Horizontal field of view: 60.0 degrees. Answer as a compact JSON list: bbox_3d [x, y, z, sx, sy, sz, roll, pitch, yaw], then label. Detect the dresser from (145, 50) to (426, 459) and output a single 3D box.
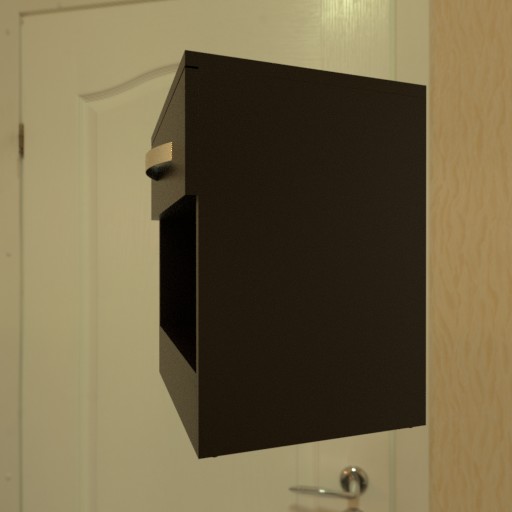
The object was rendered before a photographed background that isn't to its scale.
[{"bbox_3d":[0.000,0.000,0.743,0.360,0.470,0.400,0,0,-19],"label":"dresser"}]
